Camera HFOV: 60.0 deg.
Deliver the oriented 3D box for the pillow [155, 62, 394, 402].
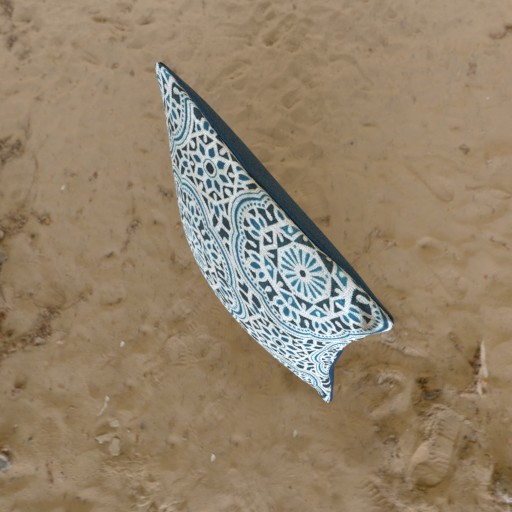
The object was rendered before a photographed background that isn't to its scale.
[{"bbox_3d":[0.000,0.000,0.667,0.145,0.420,0.440,-32,67,-15],"label":"pillow"}]
